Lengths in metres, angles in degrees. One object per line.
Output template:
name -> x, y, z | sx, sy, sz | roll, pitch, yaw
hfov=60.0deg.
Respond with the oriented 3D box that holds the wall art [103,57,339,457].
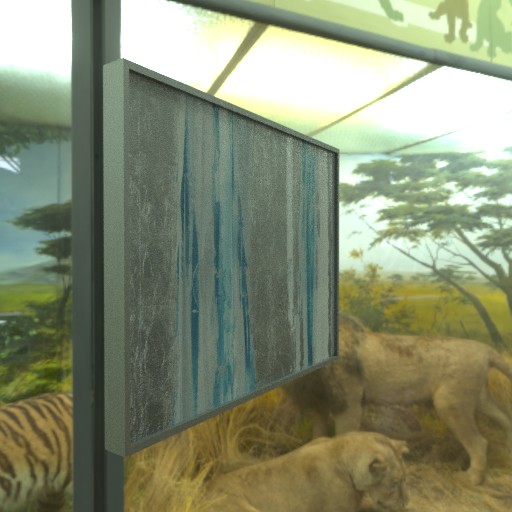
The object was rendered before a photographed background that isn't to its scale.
wall art -> 0.000, 0.000, 0.735 | 0.037, 0.450, 0.557 | 1, 1, 36
